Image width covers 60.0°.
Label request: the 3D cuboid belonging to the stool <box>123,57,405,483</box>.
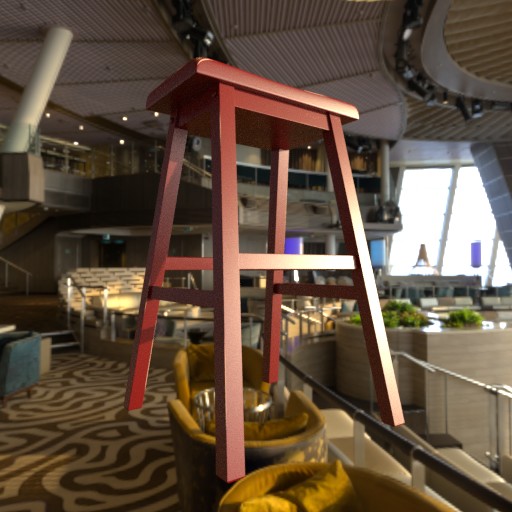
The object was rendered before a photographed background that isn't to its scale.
[{"bbox_3d":[0.000,0.000,1.036,0.457,0.737,0.476,1,-2,-36],"label":"stool"}]
